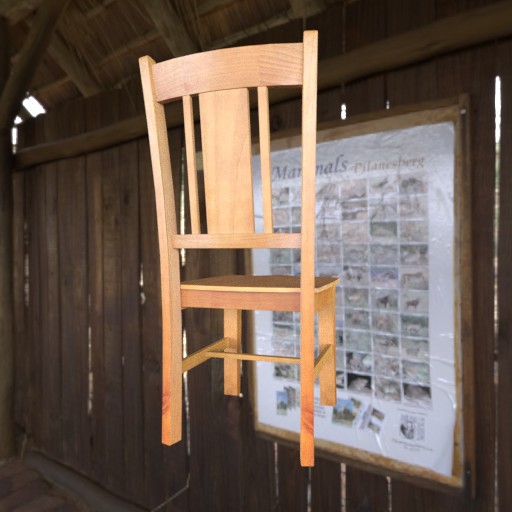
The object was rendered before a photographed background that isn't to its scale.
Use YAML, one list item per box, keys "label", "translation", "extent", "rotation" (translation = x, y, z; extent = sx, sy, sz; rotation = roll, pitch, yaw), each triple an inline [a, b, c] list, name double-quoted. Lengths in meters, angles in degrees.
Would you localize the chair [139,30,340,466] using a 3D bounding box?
- label: "chair"
  translation: [0.000, 0.000, 1.287]
  extent: [0.450, 0.998, 0.556]
  rotation: [0, 1, 18]
